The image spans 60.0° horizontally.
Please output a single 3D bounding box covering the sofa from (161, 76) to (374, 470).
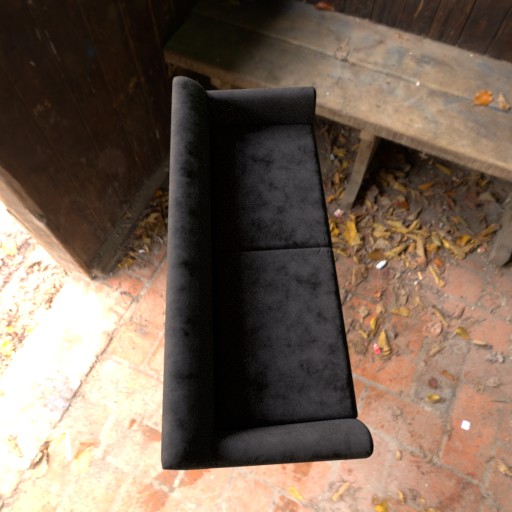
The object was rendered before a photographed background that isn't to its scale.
[{"bbox_3d":[0.000,0.000,2.561,0.900,0.740,2.190,-3,64,-2],"label":"sofa"}]
